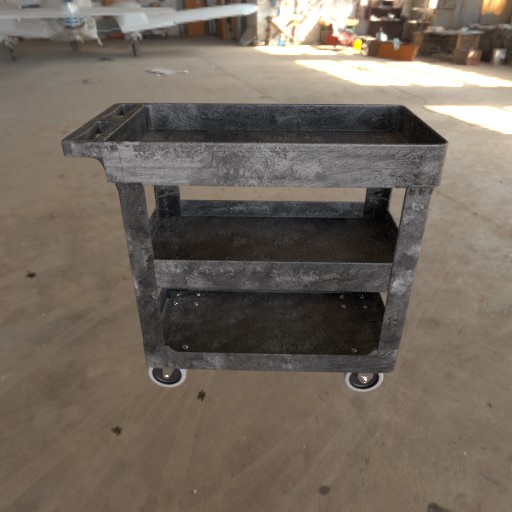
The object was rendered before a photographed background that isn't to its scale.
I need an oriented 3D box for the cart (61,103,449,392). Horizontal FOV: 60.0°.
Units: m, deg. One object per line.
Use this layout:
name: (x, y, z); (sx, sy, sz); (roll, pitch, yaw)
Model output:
cart: (0.000, 0.000, 1.368); (0.877, 0.824, 0.420); (1, 30, 1)
